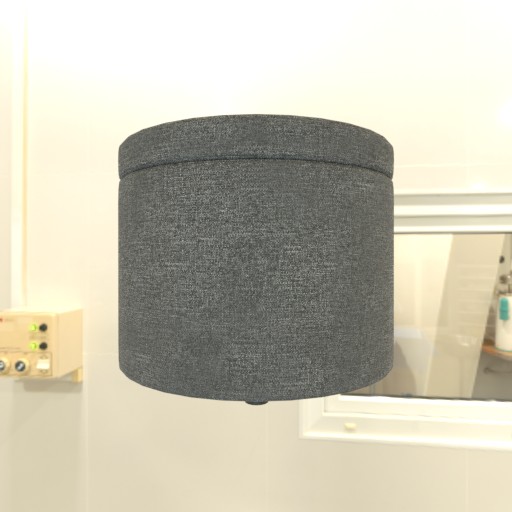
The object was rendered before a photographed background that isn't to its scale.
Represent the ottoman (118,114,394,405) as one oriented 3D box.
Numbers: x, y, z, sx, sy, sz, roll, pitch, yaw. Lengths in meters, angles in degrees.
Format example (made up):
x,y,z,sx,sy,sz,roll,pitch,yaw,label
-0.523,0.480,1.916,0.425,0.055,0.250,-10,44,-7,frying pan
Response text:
x,y,z,sx,sy,sz,roll,pitch,yaw,label
0.000,0.000,0.839,0.500,0.419,0.500,0,0,0,ottoman
